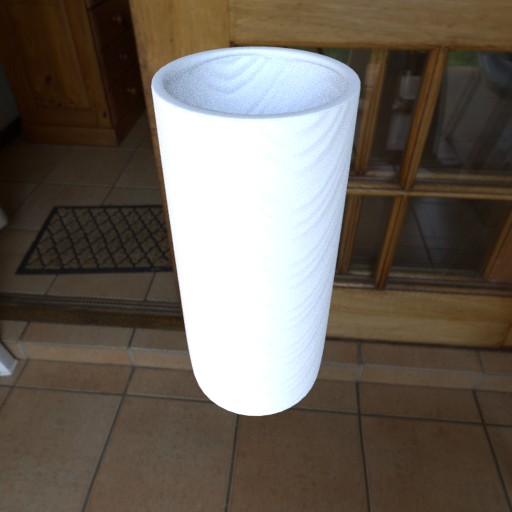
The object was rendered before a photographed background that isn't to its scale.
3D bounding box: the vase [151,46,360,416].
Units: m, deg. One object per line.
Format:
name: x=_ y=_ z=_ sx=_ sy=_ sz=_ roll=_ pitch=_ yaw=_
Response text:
vase: x=0.000 y=0.000 z=0.398 sx=0.143 sy=0.316 sz=0.143 roll=0 pitch=41 yaw=0
